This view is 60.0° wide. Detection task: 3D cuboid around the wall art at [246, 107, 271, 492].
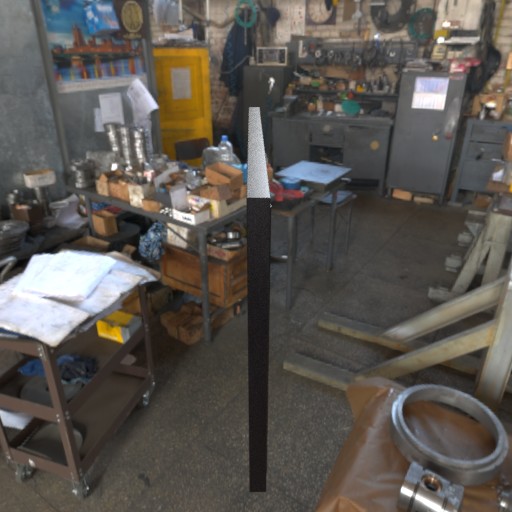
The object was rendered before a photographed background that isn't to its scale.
[{"bbox_3d":[0.000,0.000,0.851,0.027,0.458,0.657,0,26,-1],"label":"wall art"}]
